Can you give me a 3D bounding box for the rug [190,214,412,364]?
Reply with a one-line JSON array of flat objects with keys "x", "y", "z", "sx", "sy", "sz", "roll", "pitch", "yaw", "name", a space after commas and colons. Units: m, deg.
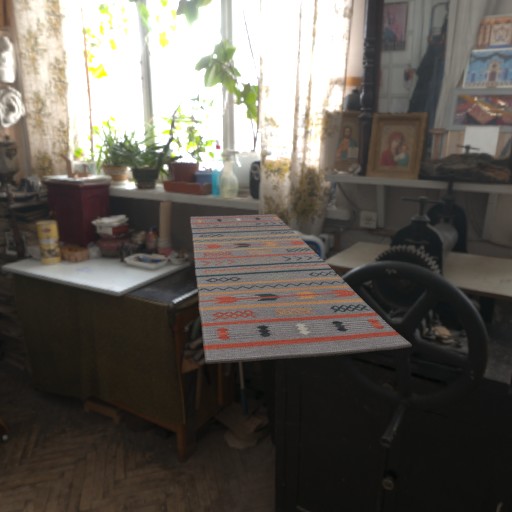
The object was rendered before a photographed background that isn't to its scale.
[{"x": 0.000, "y": 0.000, "z": 2.675, "sx": 0.744, "sy": 0.022, "sz": 2.419, "roll": -3, "pitch": 17, "yaw": -9, "name": "rug"}]
